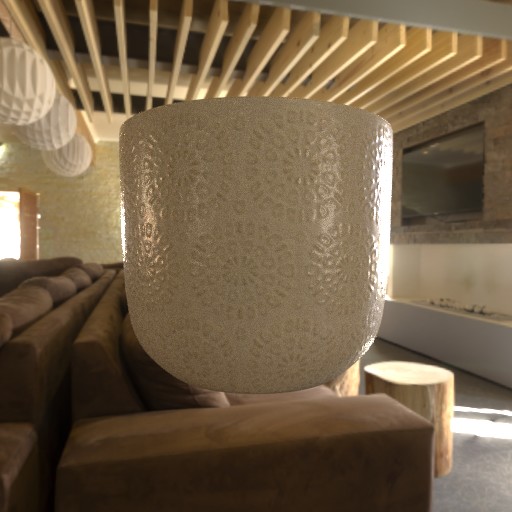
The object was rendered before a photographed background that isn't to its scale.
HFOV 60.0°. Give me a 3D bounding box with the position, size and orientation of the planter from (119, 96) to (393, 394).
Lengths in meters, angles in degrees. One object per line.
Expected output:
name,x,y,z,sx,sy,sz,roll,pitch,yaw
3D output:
planter,0.000,0.000,0.290,0.170,0.152,0.170,0,1,0
